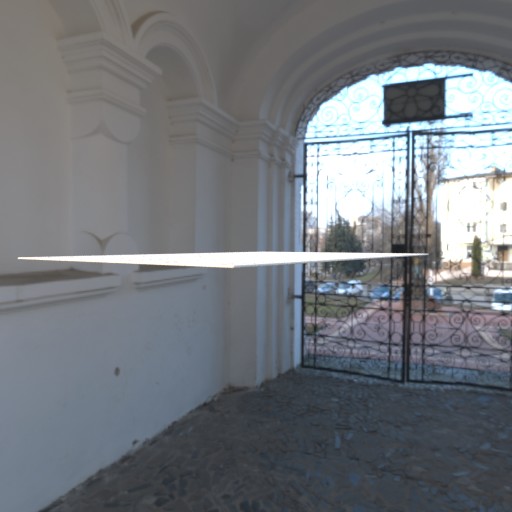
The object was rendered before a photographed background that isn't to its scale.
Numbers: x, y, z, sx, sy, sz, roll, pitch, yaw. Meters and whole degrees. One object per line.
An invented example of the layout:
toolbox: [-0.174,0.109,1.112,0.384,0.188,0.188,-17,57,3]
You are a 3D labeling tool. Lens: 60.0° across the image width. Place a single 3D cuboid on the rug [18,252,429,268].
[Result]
rug: [0.000,0.000,2.291,1.220,0.007,1.828,1,2,37]
